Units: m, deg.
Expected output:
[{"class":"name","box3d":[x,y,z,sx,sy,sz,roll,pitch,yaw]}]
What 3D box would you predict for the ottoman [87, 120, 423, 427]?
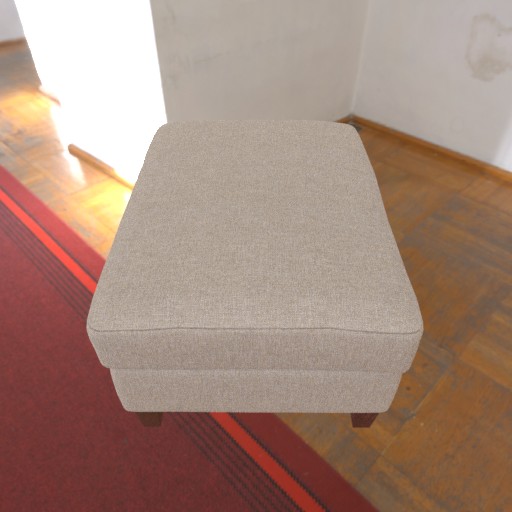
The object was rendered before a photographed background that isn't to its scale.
[{"class":"ottoman","box3d":[0.000,0.000,1.301,0.677,0.519,0.898,0,42,0]}]
